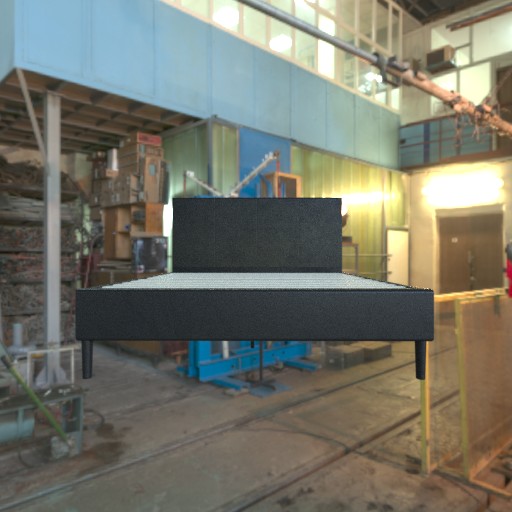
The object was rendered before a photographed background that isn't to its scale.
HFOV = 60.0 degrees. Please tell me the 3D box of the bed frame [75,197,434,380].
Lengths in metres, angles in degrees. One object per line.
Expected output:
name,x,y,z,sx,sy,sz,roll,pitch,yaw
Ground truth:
bed frame,0.000,0.000,3.167,1.634,1.127,2.318,0,0,0
